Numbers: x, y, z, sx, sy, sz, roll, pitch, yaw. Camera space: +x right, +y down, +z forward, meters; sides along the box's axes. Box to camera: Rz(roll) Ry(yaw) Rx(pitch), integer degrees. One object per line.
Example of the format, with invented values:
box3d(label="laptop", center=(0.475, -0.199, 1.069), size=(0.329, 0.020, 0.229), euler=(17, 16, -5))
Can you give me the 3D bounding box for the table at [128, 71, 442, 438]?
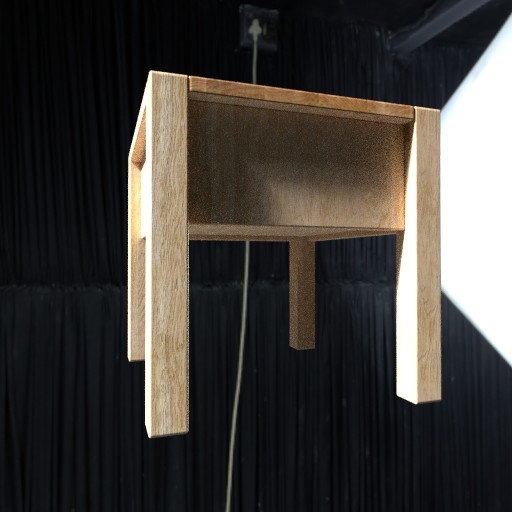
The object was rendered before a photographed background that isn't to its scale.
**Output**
box3d(label="table", center=(0.000, 0.000, 0.838), size=(0.440, 0.450, 0.480), euler=(0, -1, -19))
